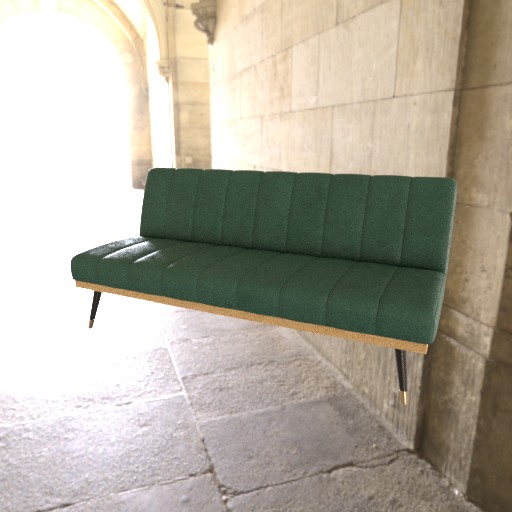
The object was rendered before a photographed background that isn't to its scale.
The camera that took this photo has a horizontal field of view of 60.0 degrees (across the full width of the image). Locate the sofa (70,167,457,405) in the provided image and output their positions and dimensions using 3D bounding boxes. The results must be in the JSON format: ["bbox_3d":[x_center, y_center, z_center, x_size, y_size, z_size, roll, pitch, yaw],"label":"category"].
[{"bbox_3d":[0.000,0.000,2.293,1.810,0.820,0.830,7,17,25],"label":"sofa"}]
